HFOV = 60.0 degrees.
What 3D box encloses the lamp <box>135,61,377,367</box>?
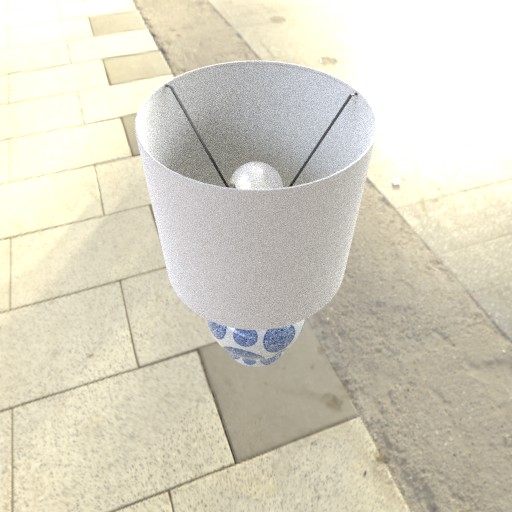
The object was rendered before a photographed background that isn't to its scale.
[{"bbox_3d":[0.000,0.000,0.539,0.215,0.381,0.215,-17,50,-15],"label":"lamp"}]
